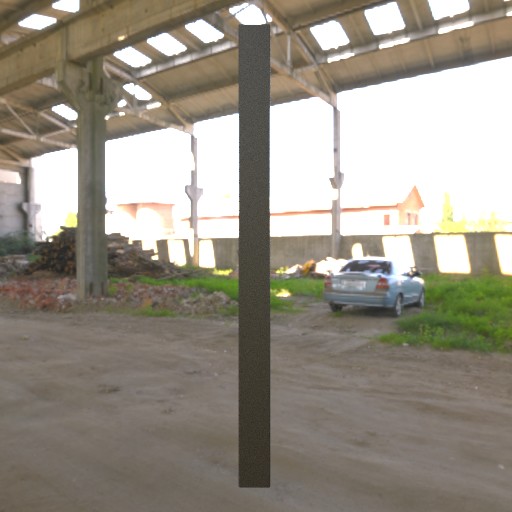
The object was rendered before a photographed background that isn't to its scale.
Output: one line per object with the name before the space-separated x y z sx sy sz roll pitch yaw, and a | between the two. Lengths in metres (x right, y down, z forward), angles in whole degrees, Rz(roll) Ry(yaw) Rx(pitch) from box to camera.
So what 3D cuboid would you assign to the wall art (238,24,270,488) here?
wall art | 0.000 0.000 0.755 0.039 0.555 0.449 0 0 0
